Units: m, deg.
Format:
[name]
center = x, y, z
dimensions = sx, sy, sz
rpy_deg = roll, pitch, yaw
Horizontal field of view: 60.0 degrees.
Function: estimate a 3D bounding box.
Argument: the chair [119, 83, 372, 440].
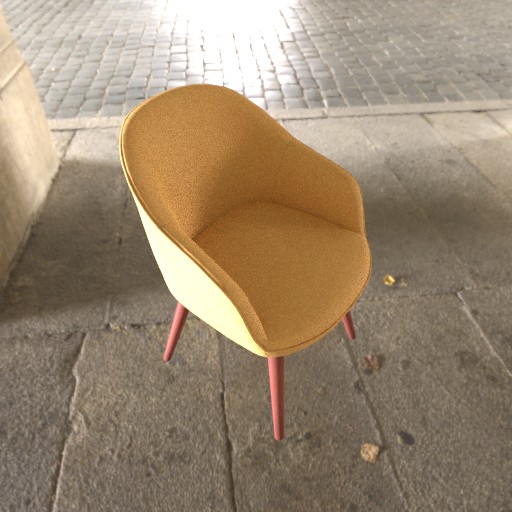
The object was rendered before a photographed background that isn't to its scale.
[chair]
center = 0.000, 0.000, 1.296
dimensions = 0.635, 0.823, 0.596
rpy_deg = 26, 47, 27
